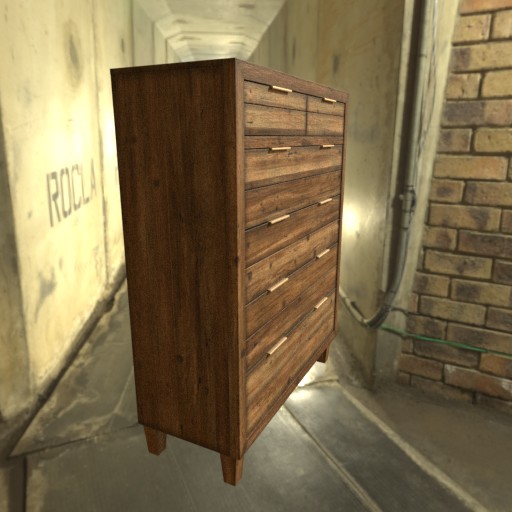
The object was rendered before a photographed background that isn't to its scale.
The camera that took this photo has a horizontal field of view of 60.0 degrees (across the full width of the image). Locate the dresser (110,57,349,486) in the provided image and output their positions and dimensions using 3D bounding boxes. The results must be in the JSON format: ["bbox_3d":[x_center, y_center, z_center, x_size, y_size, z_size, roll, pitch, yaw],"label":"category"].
[{"bbox_3d":[0.000,0.000,1.862,0.438,1.359,1.067,8,17,26],"label":"dresser"}]
